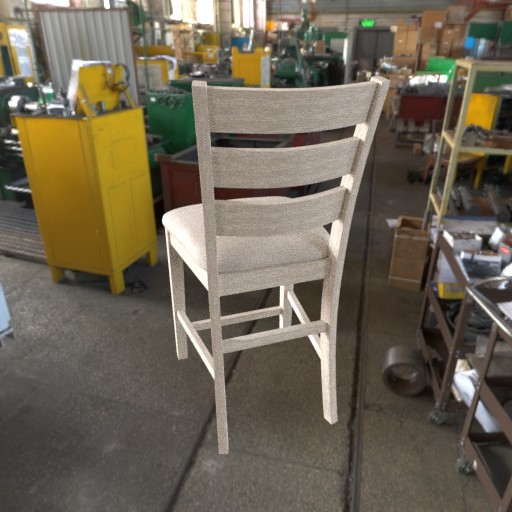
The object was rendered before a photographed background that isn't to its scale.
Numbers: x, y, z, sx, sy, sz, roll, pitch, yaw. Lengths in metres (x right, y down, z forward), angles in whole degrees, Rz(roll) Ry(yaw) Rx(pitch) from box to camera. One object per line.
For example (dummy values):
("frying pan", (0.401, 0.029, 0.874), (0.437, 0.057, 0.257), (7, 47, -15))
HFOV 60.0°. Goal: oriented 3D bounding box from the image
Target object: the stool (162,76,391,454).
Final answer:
("stool", (0.000, 0.000, 1.345), (0.484, 1.032, 0.569), (-9, 27, -17))
